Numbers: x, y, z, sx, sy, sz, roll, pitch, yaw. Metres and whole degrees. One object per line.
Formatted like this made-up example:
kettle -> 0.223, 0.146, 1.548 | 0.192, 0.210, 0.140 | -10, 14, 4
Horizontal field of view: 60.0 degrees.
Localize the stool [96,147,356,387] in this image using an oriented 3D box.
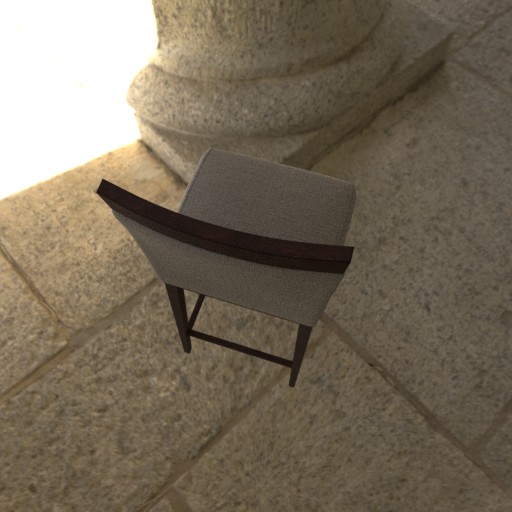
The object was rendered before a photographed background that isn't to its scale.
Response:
stool -> 0.000, 0.000, 1.422 | 0.511, 1.117, 0.531 | 16, 64, 8
